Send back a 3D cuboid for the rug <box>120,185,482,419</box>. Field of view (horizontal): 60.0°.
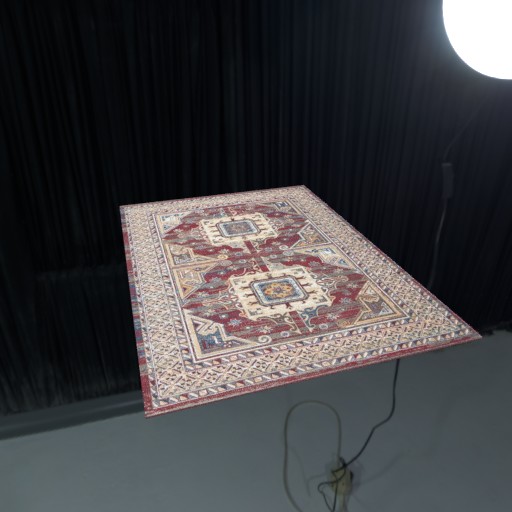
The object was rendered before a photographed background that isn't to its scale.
[{"bbox_3d":[0.000,0.000,2.855,1.599,0.011,2.210,-9,30,-15],"label":"rug"}]
